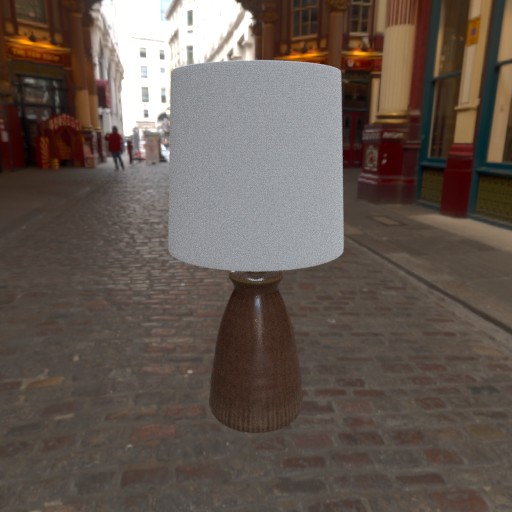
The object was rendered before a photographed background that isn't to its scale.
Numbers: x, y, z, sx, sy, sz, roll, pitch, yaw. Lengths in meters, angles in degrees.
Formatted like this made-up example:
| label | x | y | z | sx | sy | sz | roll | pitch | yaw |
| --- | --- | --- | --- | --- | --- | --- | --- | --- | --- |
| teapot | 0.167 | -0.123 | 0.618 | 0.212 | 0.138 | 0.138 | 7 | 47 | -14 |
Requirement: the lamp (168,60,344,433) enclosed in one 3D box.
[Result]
| label | x | y | z | sx | sy | sz | roll | pitch | yaw |
| --- | --- | --- | --- | --- | --- | --- | --- | --- | --- |
| lamp | 0.000 | 0.000 | 0.482 | 0.186 | 0.369 | 0.186 | 0 | 15 | 0 |
